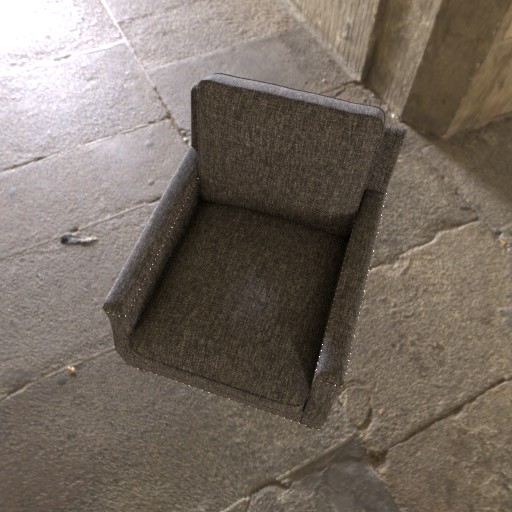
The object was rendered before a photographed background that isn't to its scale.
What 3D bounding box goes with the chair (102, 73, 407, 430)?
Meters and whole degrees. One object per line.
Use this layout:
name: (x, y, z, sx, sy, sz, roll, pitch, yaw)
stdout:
chair: (0.000, 0.000, 1.730, 0.853, 0.943, 1.014, 16, 60, 9)
